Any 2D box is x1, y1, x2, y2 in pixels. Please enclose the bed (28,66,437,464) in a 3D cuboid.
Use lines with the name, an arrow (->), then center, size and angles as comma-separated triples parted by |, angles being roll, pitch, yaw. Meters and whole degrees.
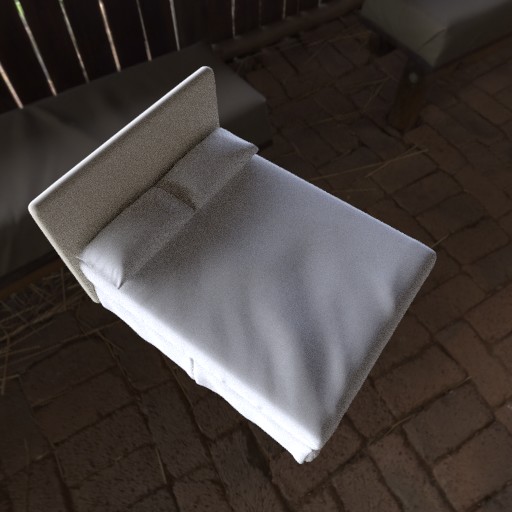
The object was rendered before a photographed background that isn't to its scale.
bed -> 0.000, 0.000, 3.168 | 2.147, 1.330, 1.714 | 32, 64, 18
